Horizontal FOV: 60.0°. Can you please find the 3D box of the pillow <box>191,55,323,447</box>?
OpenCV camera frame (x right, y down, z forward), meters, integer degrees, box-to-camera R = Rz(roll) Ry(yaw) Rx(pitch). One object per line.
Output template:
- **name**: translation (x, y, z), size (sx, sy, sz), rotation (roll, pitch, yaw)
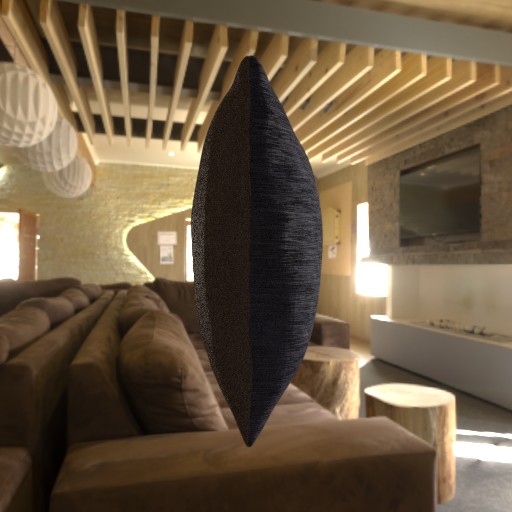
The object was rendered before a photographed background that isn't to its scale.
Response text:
- **pillow**: translation (0.000, 0.000, 0.712), size (0.204, 0.439, 0.452), rotation (0, -1, 1)
